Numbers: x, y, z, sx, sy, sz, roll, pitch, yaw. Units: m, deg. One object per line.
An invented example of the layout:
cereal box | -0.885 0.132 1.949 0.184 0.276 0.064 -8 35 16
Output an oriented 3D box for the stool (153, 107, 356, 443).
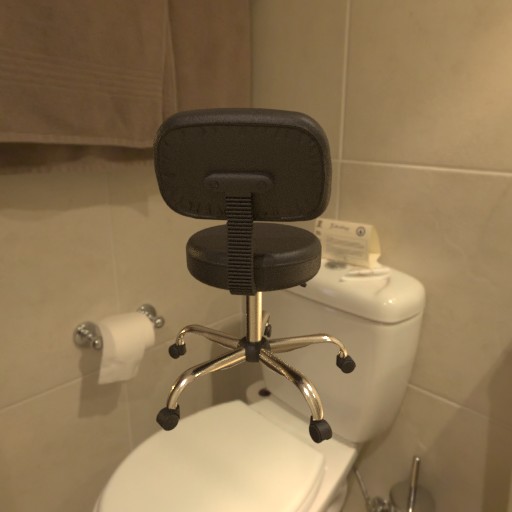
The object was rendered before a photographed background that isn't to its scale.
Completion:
stool | 0.000 0.000 1.375 0.673 0.862 0.648 2 18 7
